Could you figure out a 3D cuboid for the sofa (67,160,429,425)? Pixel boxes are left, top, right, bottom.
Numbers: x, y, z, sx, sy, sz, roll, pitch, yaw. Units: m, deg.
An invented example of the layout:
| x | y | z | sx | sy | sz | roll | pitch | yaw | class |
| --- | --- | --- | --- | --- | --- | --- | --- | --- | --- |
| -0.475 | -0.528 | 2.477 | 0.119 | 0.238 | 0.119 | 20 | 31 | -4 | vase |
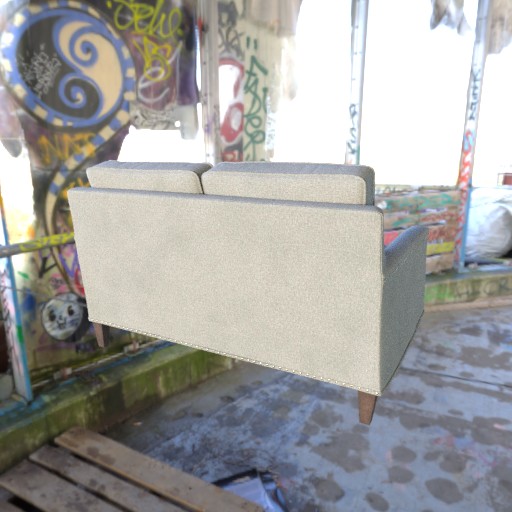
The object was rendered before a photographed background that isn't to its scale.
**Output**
| x | y | z | sx | sy | sz | roll | pitch | yaw | class |
| --- | --- | --- | --- | --- | --- | --- | --- | --- | --- |
| 0.000 | 0.000 | 2.317 | 1.597 | 1.003 | 1.084 | 8 | 16 | 27 | sofa |
